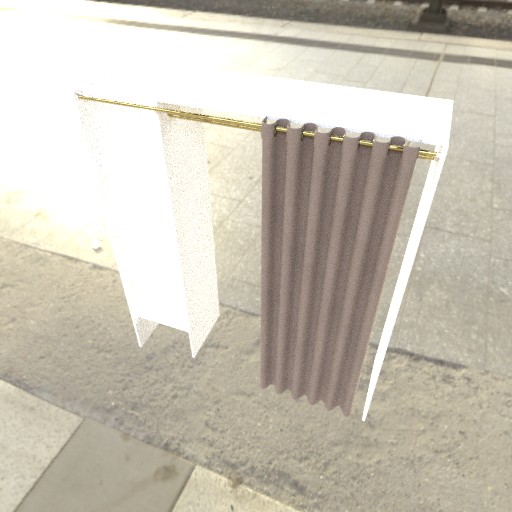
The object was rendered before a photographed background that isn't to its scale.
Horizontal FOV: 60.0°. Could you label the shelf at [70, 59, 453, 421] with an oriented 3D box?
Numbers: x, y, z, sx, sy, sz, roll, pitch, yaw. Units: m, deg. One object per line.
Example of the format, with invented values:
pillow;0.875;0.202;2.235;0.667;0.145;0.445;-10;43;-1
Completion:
shelf;0.000;0.000;2.505;1.600;1.820;0.500;14;42;16
